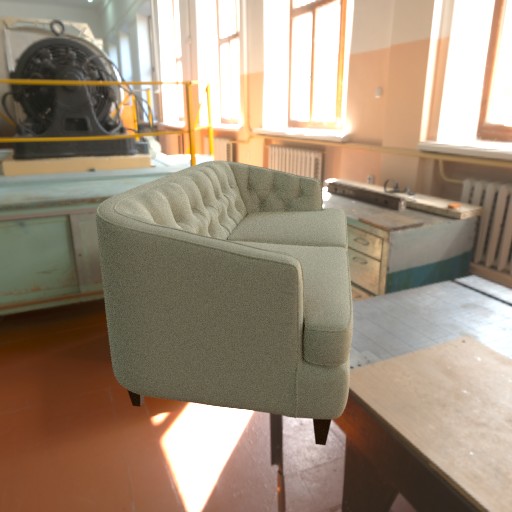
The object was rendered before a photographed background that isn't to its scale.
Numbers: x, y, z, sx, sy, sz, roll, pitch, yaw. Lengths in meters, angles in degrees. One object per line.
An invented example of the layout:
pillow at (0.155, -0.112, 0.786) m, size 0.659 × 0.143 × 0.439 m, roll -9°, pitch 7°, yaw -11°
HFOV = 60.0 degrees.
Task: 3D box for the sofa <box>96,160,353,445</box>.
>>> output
sofa at (0.000, 0.000, 2.216) m, size 0.941 × 0.855 × 1.733 m, roll 3°, pitch 18°, yaw 10°
